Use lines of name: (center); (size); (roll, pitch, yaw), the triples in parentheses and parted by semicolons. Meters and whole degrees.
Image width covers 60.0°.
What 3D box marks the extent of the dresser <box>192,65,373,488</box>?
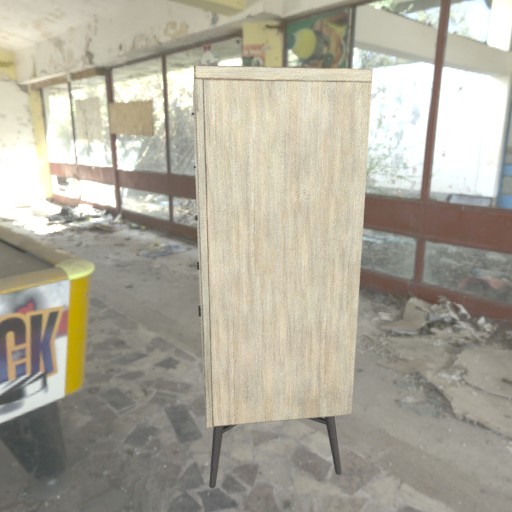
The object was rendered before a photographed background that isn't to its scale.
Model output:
dresser: (0.000, 0.000, 1.723); (0.457, 1.219, 1.016); (-2, 15, -8)
